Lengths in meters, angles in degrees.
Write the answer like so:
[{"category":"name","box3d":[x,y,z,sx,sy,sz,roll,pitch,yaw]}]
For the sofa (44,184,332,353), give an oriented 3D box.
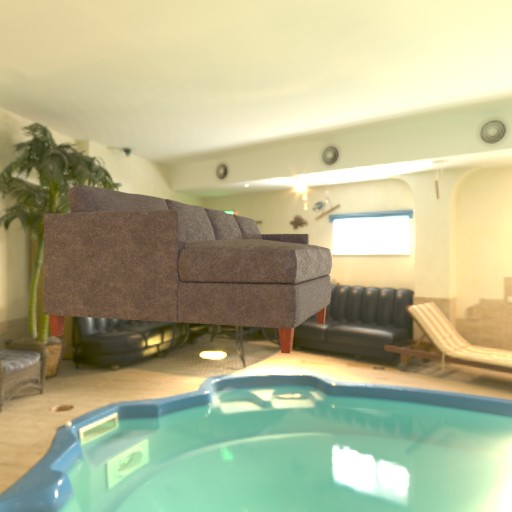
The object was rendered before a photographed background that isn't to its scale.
[{"category":"sofa","box3d":[0.000,0.000,4.071,1.606,0.954,3.471,0,1,19]}]
